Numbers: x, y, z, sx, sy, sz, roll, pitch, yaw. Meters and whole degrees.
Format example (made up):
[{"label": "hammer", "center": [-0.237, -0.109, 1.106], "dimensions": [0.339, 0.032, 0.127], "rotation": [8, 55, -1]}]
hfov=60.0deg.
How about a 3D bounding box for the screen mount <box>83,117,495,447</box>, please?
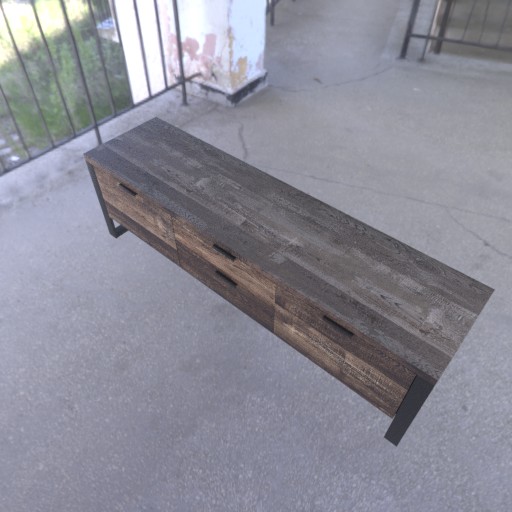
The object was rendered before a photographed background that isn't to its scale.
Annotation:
[{"label": "screen mount", "center": [0.000, 0.000, 1.712], "dimensions": [1.524, 0.450, 0.395], "rotation": [32, 55, 27]}]
